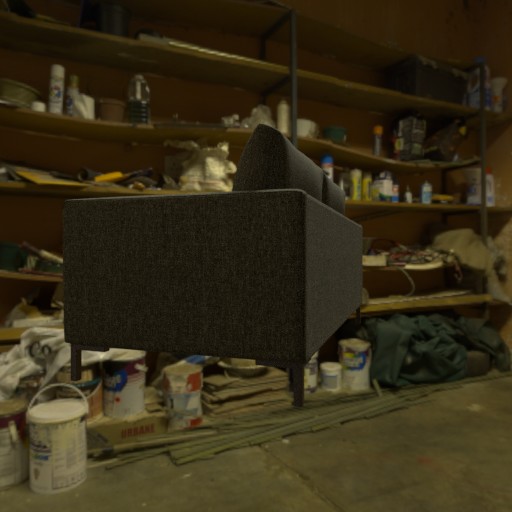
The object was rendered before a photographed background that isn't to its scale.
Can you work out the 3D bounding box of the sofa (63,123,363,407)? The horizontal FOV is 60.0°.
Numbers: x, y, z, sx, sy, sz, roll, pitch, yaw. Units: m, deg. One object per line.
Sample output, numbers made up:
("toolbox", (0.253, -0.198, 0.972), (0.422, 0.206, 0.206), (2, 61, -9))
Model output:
("sofa", (0.000, 0.000, 2.177), (0.866, 0.862, 1.716), (0, 0, 19))
